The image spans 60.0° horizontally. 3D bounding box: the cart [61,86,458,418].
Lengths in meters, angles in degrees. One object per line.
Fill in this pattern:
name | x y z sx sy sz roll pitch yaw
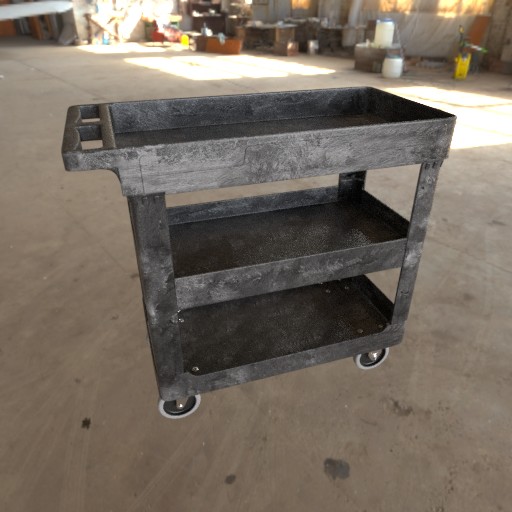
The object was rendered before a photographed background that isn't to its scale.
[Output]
cart | 0.000 0.000 1.290 0.877 0.824 0.420 -10 32 -16
